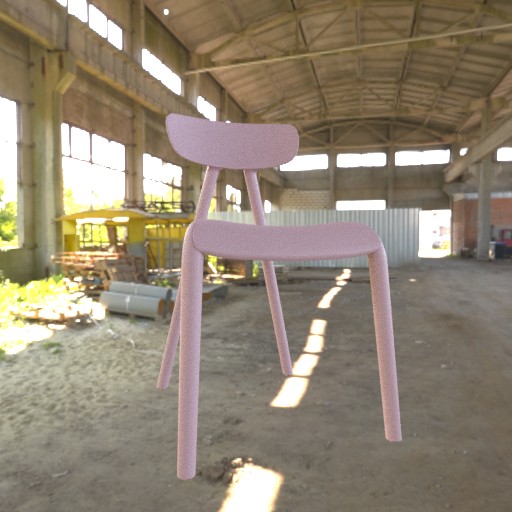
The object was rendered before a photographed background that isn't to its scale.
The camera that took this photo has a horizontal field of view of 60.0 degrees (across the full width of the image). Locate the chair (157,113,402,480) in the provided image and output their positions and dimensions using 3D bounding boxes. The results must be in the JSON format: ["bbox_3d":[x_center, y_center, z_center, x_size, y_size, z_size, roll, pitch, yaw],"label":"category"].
[{"bbox_3d":[0.000,0.000,0.819,0.356,0.580,0.401,-1,2,-19],"label":"chair"}]
